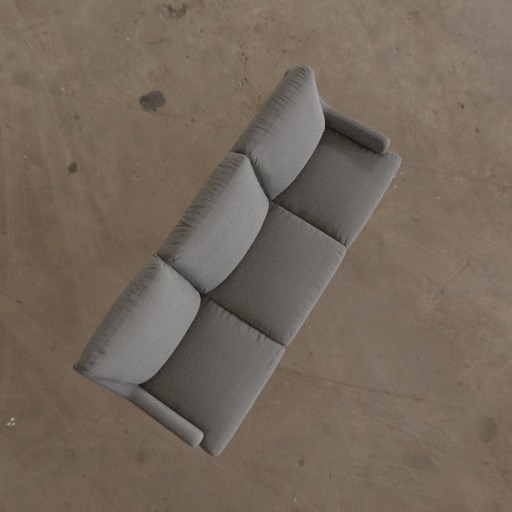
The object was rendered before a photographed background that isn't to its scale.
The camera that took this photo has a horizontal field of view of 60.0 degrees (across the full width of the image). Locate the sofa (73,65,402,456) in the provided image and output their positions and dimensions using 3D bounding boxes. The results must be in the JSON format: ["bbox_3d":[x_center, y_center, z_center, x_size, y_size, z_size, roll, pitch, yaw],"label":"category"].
[{"bbox_3d":[0.000,0.000,2.884,0.987,0.926,2.344,32,79,7],"label":"sofa"}]
